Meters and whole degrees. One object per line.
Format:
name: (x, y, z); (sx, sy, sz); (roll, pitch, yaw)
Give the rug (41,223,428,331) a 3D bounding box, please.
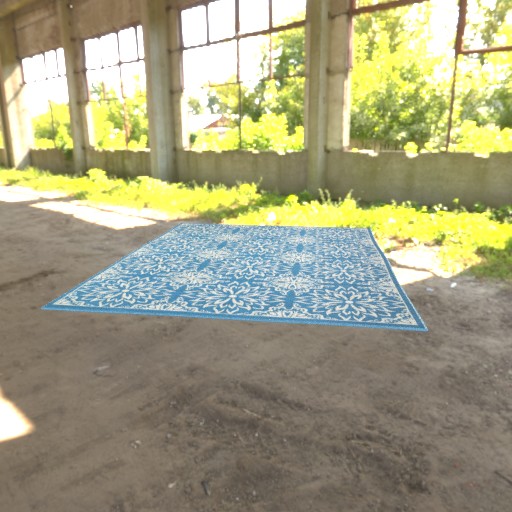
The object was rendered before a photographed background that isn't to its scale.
rug: (0.000, 0.000, 4.040); (2.350, 0.018, 2.964); (2, 15, 8)
